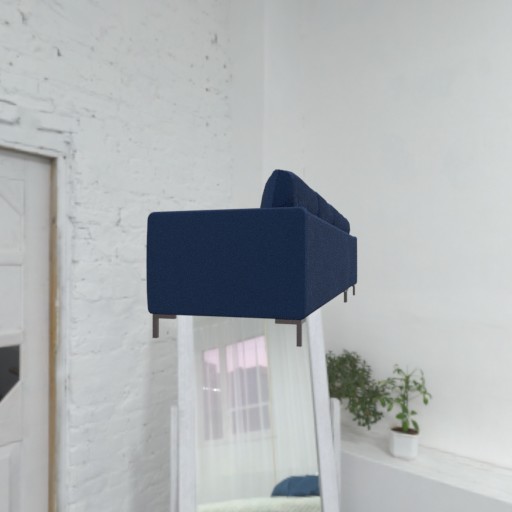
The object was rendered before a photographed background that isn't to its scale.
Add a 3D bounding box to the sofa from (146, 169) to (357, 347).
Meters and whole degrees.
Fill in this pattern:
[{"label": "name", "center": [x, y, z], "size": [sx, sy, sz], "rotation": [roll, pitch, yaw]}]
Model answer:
[{"label": "sofa", "center": [0.000, 0.000, 2.919], "size": [1.128, 0.679, 2.450], "rotation": [0, 0, 17]}]
